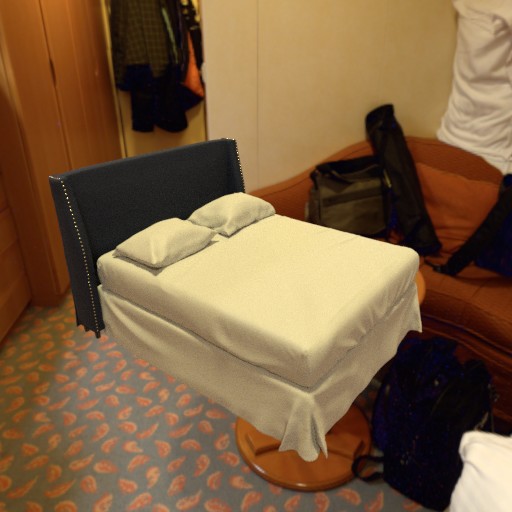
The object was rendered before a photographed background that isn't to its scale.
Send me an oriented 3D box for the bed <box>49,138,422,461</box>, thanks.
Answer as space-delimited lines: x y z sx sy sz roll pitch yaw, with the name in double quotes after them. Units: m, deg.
0.000 0.000 3.446 2.276 1.332 1.925 18 31 34 "bed"
